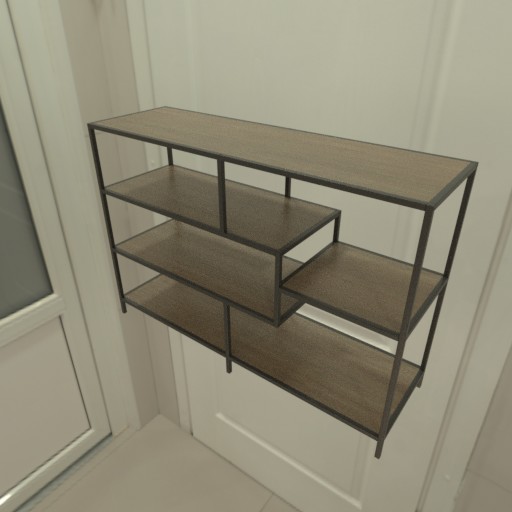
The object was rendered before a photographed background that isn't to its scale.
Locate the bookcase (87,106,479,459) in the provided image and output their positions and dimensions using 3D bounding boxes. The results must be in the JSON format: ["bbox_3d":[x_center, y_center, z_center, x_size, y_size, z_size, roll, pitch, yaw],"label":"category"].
[{"bbox_3d":[0.000,0.000,1.484,1.140,0.780,0.350,21,36,32],"label":"bookcase"}]
